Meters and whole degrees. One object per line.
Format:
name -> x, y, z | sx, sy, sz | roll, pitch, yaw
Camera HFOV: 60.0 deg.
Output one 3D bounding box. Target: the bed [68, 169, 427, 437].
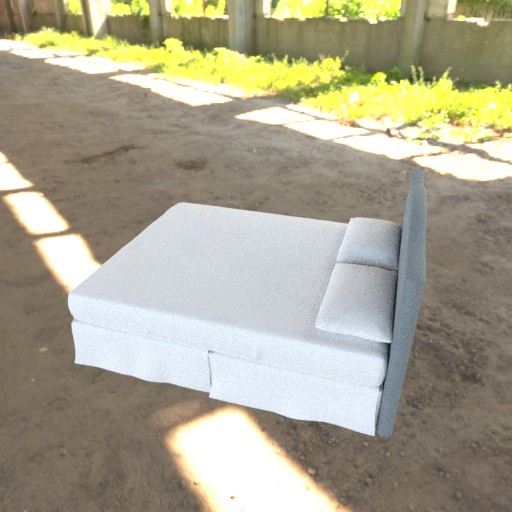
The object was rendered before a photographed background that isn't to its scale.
bed -> 0.000, 0.000, 4.019 | 2.689, 1.457, 2.161 | 9, 31, 16
